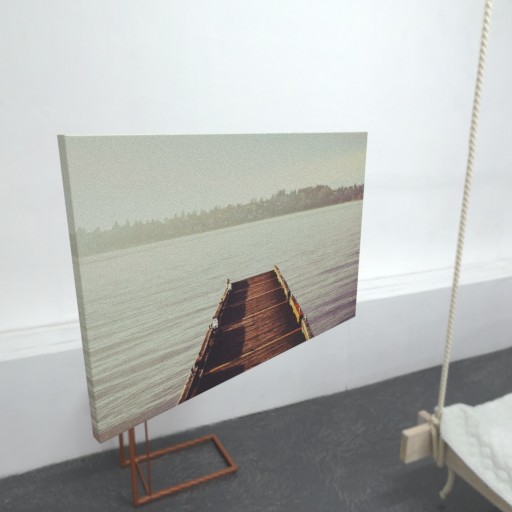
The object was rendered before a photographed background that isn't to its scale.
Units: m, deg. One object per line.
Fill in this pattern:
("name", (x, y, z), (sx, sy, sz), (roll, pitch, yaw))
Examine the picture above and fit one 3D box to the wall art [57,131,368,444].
("wall art", (0.000, 0.000, 1.425), (1.149, 0.765, 0.040), (-15, 22, -42))
